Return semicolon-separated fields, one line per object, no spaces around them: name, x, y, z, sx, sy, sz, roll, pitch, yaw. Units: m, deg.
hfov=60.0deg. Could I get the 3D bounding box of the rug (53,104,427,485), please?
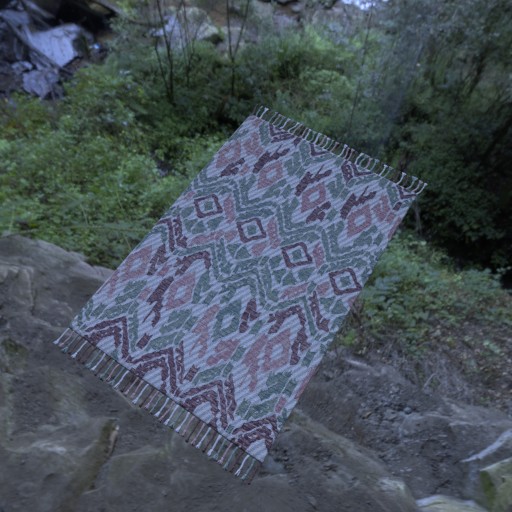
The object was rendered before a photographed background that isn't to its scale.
rug;0.000;0.000;3.066;1.524;0.011;2.438;30;67;14
